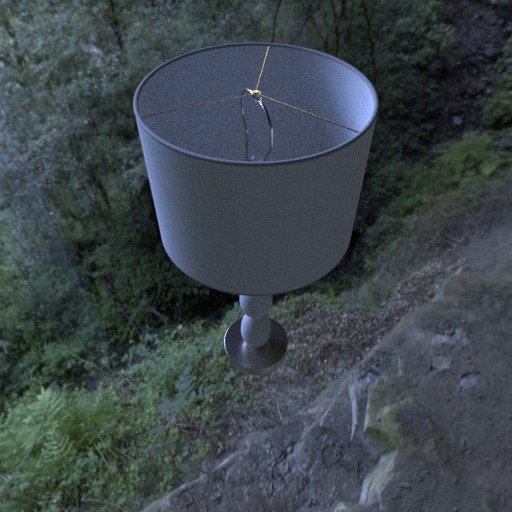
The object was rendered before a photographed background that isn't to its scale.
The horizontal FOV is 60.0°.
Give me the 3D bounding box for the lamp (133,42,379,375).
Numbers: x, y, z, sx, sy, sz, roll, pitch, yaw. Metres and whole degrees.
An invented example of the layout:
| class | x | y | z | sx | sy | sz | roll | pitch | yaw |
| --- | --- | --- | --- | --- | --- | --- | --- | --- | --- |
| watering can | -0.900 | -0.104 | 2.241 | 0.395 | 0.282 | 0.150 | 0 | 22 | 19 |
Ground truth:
| class | x | y | z | sx | sy | sz | roll | pitch | yaw |
| --- | --- | --- | --- | --- | --- | --- | --- | --- | --- |
| lamp | 0.000 | 0.000 | 0.716 | 0.280 | 0.559 | 0.282 | -17 | 50 | -15 |
